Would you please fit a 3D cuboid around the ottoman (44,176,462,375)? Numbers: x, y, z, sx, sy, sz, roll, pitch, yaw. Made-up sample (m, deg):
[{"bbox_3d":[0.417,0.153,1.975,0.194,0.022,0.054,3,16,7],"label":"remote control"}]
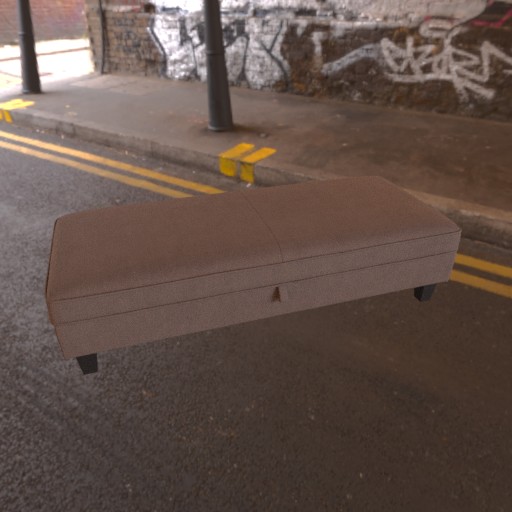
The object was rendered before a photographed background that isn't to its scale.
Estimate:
[{"bbox_3d":[0.000,0.000,2.105,1.764,0.470,0.751,-9,32,-15],"label":"ottoman"}]
